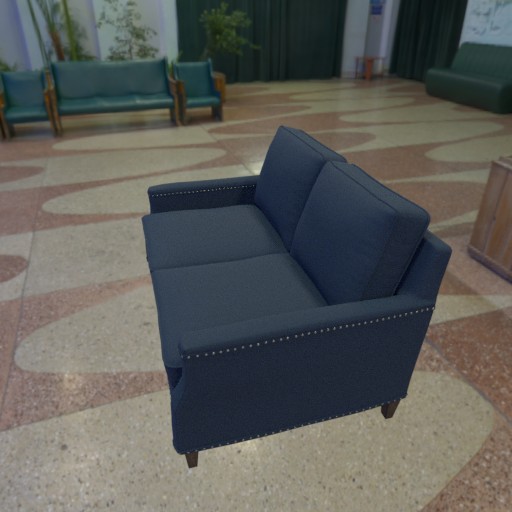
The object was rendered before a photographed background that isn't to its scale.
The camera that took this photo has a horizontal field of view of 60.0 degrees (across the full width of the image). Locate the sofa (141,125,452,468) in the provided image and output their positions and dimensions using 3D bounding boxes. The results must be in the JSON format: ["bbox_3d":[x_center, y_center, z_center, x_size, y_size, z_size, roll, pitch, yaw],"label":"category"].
[{"bbox_3d":[0.000,0.000,2.274,1.084,1.003,1.597,-8,30,-14],"label":"sofa"}]
